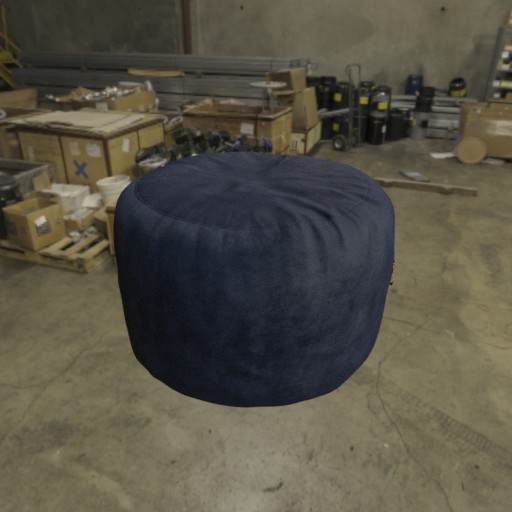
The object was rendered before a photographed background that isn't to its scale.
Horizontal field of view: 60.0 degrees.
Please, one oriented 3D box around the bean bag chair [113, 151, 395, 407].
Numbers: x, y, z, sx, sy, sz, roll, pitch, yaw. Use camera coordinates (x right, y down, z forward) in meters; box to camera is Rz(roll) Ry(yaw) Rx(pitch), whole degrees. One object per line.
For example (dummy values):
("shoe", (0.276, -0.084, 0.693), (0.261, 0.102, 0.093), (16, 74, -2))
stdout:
("bean bag chair", (0.000, 0.000, 2.022), (1.219, 0.762, 1.219), (0, 27, 0))
